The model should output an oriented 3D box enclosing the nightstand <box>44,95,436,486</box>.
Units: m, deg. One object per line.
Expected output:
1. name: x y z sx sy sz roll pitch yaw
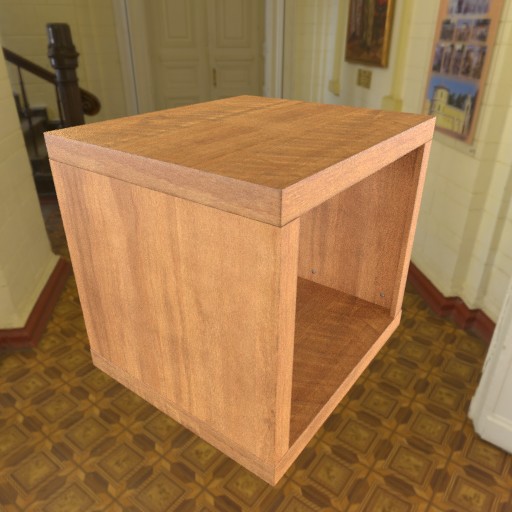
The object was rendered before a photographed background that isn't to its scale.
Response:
1. nightstand: 0.000 0.000 0.839 0.436 0.491 0.493 19 33 32
